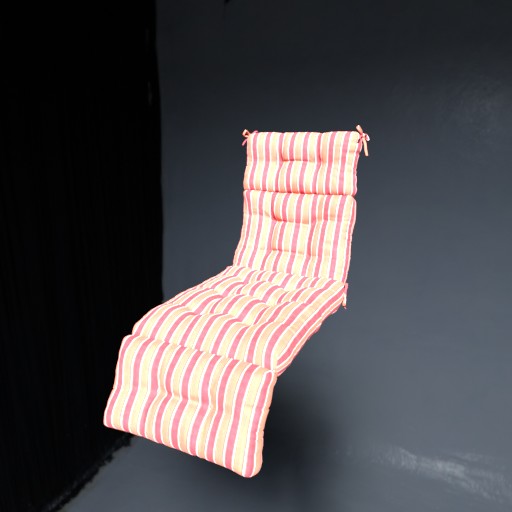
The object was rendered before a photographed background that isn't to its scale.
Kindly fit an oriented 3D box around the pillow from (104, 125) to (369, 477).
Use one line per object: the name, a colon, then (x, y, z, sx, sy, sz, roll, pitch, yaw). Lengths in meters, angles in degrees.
pillow: (0.000, 0.000, 1.491, 0.526, 0.863, 1.016, 7, 16, 25)
